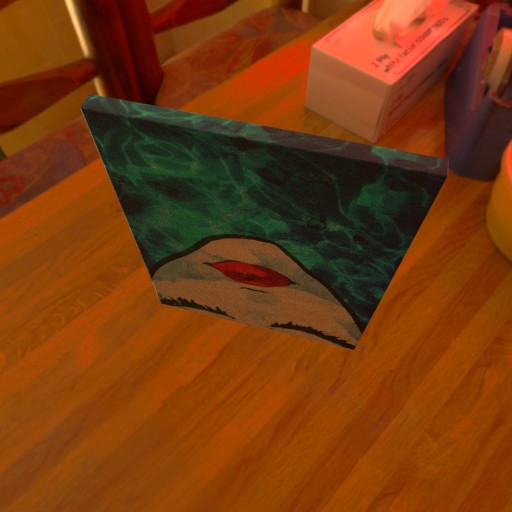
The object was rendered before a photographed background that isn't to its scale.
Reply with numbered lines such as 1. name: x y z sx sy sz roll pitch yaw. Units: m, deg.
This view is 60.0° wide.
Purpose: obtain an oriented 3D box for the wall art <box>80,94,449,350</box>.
1. wall art: 0.000 0.000 1.043 0.609 0.760 0.038 13 59 8
